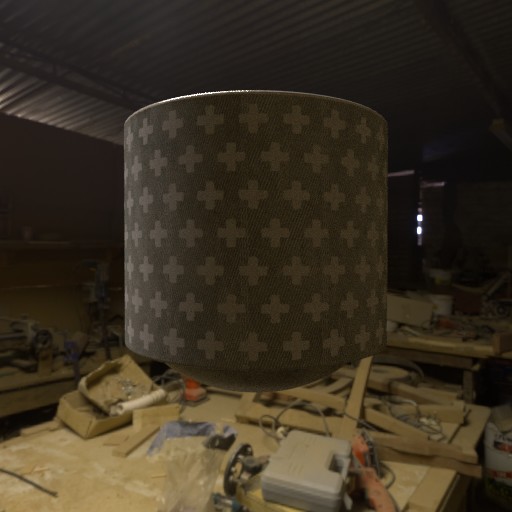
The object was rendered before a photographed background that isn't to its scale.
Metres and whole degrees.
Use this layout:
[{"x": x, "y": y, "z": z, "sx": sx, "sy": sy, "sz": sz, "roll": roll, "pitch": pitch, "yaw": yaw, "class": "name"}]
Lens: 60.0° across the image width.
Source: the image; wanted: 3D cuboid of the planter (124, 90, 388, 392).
[{"x": 0.000, "y": 0.000, "z": 0.334, "sx": 0.190, "sy": 0.181, "sz": 0.190, "roll": 0, "pitch": 1, "yaw": 0, "class": "planter"}]
